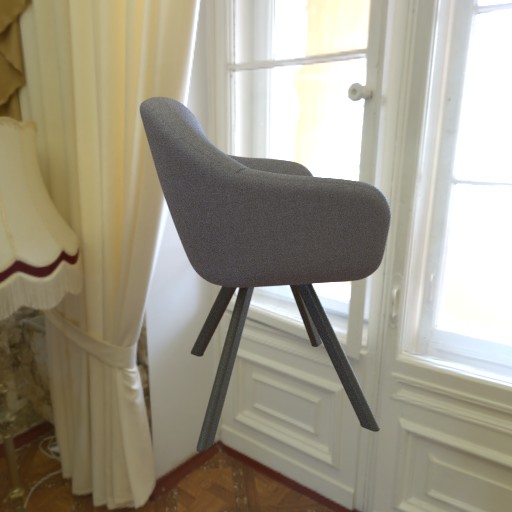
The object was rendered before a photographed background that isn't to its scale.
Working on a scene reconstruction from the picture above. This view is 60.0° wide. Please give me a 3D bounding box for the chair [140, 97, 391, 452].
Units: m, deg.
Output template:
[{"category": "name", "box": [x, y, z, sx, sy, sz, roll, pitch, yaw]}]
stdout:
[{"category": "chair", "box": [0.000, 0.000, 1.182, 0.550, 0.795, 0.590, -3, 16, -9]}]
